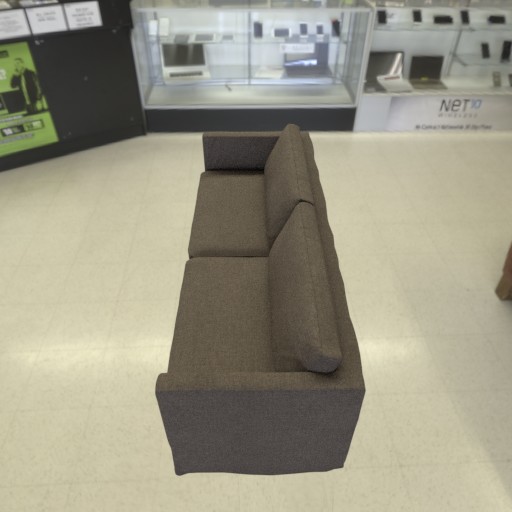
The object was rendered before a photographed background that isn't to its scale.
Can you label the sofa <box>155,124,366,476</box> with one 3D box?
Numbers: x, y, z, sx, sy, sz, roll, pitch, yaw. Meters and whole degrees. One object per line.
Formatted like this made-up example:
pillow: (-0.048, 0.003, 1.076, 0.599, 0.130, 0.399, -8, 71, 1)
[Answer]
sofa: (0.000, 0.000, 3.314, 1.036, 0.998, 2.779, 0, 41, 0)
